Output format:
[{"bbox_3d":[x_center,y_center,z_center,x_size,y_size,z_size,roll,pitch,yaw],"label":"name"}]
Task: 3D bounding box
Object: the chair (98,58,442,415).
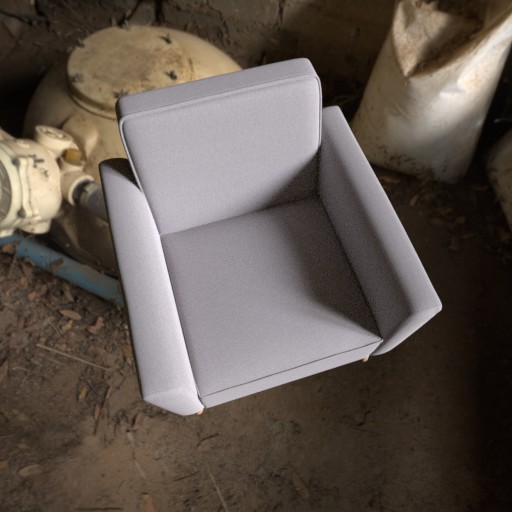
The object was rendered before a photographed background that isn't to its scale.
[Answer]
[{"bbox_3d":[0.000,0.000,1.387,0.780,0.780,0.750,-15,65,-7],"label":"chair"}]
